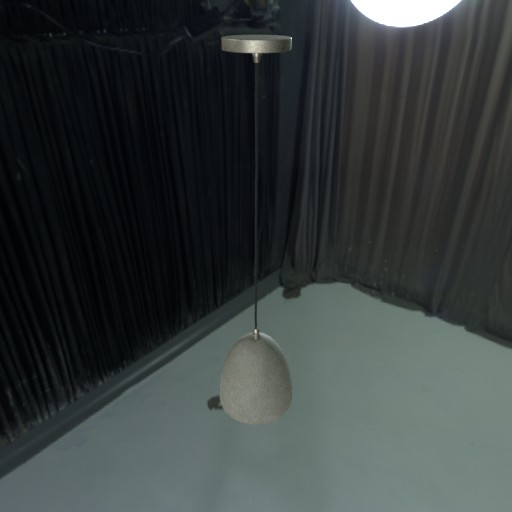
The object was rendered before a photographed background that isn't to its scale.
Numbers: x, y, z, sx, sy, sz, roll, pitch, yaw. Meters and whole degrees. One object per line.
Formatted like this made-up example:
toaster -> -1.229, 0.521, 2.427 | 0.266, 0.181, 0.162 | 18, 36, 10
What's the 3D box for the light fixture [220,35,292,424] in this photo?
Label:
light fixture -> 0.000, 0.000, 0.856 | 0.170, 0.759, 0.170 | 21, 36, 32
